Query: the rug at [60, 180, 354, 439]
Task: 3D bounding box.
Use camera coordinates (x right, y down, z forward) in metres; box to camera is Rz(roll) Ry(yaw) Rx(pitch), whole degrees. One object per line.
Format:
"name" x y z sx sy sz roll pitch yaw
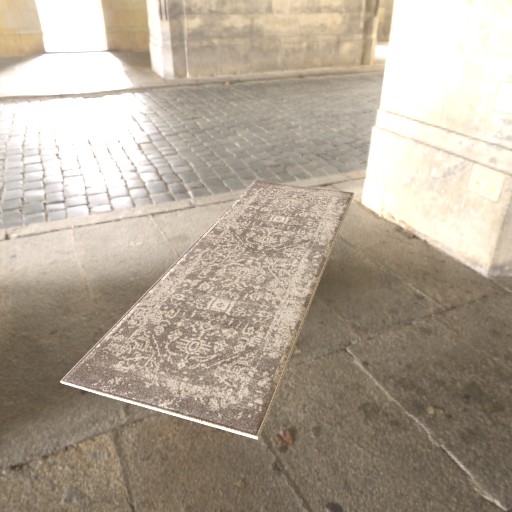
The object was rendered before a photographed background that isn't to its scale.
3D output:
"rug" 0.000 0.000 2.683 0.855 0.017 2.452 10 31 16
